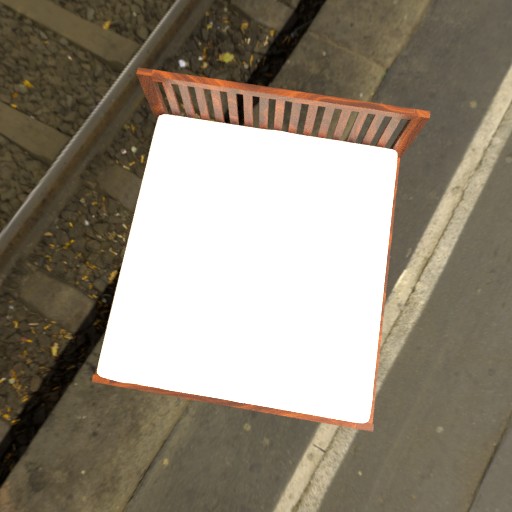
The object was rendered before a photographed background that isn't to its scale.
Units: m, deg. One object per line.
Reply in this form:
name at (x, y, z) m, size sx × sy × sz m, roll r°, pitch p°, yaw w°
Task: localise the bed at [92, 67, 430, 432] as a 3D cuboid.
bed at (0.000, 0.000, 3.063) m, size 1.905 × 0.890 × 2.030 m, roll 9°, pitch 77°, yaw 2°
